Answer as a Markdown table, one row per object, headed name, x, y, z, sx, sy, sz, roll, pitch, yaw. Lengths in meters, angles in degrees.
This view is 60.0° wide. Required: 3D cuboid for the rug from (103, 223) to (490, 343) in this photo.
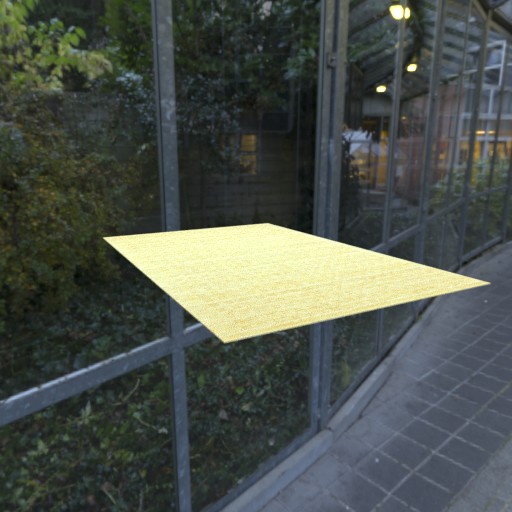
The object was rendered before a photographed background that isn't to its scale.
| name | x | y | z | sx | sy | sz | roll | pitch | yaw |
| --- | --- | --- | --- | --- | --- | --- | --- | --- | --- |
| rug | 0.000 | 0.000 | 2.920 | 1.524 | 0.006 | 2.286 | -7 | 15 | -28 |
